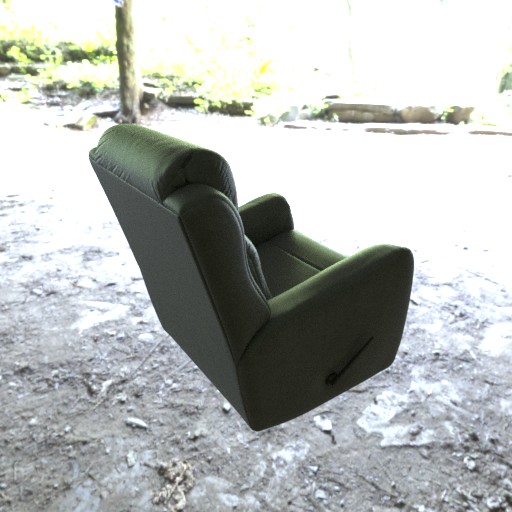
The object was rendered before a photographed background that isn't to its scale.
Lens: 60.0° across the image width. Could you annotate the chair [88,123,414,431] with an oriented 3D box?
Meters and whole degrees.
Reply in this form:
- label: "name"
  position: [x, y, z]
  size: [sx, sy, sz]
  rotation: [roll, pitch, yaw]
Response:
- label: "chair"
  position: [0.000, 0.000, 1.917]
  size: [1.068, 1.116, 0.967]
  rotation: [-17, 30, -31]
